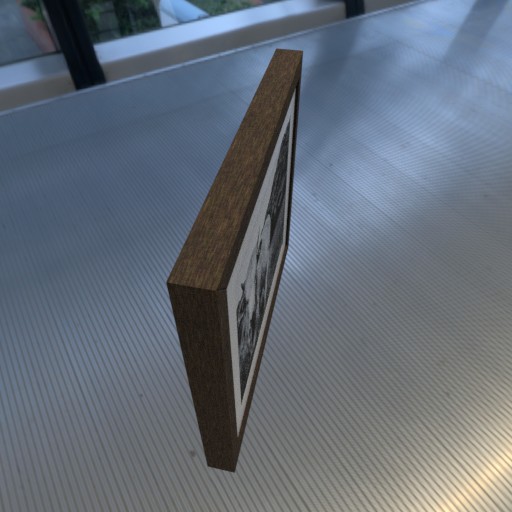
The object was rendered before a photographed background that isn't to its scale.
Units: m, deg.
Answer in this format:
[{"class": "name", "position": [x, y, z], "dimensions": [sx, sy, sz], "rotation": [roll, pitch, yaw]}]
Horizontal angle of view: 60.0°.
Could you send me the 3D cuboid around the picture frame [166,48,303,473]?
[{"class": "picture frame", "position": [0.000, 0.000, 0.523], "dimensions": [0.033, 0.330, 0.378], "rotation": [9, 47, 9]}]
